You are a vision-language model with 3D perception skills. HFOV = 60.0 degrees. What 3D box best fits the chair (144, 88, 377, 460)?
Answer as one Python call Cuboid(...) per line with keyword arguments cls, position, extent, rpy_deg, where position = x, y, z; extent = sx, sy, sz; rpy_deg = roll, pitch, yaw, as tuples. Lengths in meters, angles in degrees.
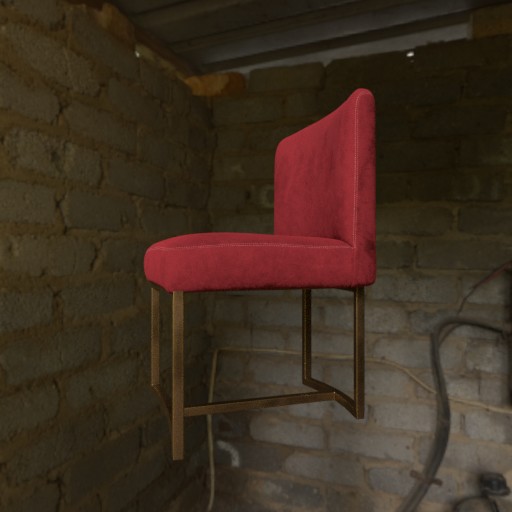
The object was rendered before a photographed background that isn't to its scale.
Cuboid(cls="chair", position=(0.000, 0.000, 1.206), extent=(0.560, 0.824, 0.530), rpy_deg=(0, 0, -18))
